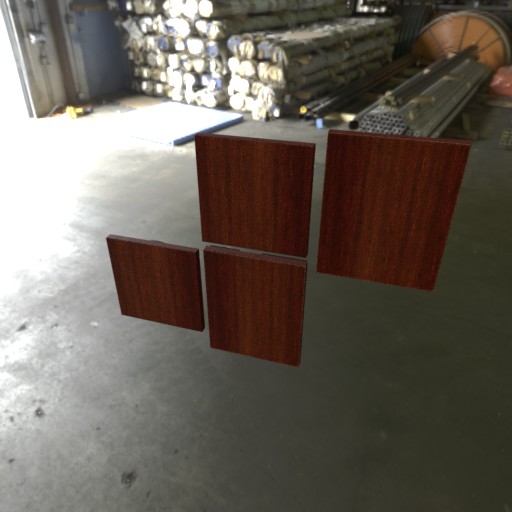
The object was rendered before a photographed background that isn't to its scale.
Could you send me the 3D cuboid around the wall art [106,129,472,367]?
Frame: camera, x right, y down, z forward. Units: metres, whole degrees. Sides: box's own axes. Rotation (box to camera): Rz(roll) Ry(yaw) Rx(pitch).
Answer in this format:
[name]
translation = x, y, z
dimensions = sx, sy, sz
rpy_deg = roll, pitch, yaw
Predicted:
[wall art]
translation = 0.000, 0.000, 0.836
dimensions = 0.635, 0.497, 0.030
rpy_deg = 9, 33, 15
